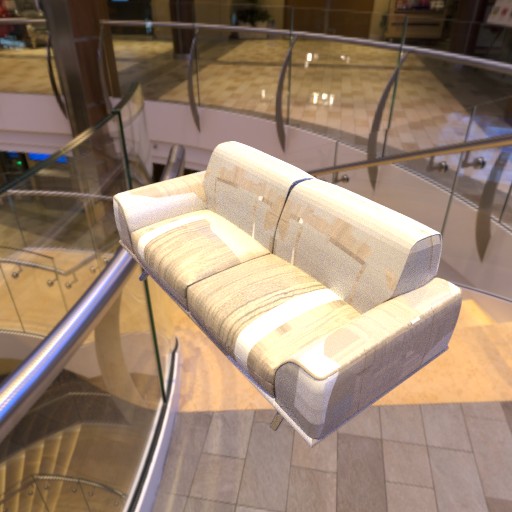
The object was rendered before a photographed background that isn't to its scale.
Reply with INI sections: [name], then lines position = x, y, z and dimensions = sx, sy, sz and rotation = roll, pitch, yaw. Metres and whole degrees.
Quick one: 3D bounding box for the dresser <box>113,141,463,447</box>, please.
[dresser]
position = 0.000, 0.000, 5.938
dimensions = 2.251, 1.863, 4.679
rotation = -22, 38, -30
